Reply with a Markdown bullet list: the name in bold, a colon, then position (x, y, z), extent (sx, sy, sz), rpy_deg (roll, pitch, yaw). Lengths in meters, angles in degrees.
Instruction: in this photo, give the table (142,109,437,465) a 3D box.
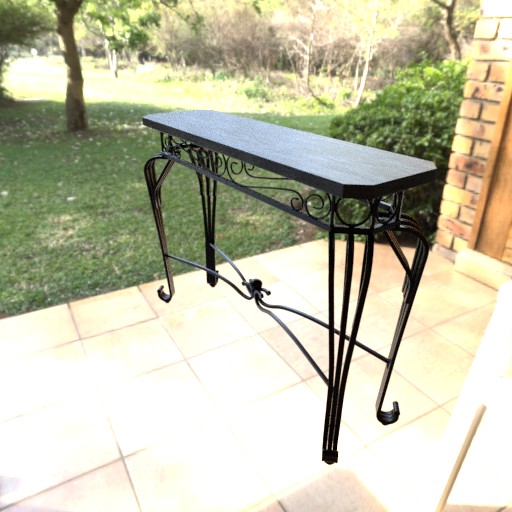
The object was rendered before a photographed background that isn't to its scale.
- **table**: position (0.000, 0.000, 1.486), extent (0.329, 0.800, 1.112), rpy_deg (-18, 31, -32)
